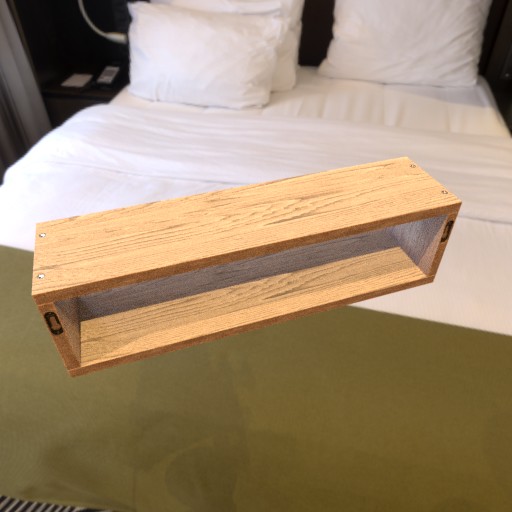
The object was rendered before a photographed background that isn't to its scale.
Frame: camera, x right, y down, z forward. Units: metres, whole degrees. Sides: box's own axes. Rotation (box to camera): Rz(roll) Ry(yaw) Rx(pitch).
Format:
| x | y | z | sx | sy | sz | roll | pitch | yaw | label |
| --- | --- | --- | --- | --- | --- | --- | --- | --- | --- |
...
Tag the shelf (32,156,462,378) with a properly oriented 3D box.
| x | y | z | sx | sy | sz | roll | pitch | yaw | label |
| --- | --- | --- | --- | --- | --- | --- | --- | --- | --- |
| 0.000 | 0.000 | 0.706 | 0.610 | 0.170 | 0.150 | -13 | 42 | -14 | shelf |
